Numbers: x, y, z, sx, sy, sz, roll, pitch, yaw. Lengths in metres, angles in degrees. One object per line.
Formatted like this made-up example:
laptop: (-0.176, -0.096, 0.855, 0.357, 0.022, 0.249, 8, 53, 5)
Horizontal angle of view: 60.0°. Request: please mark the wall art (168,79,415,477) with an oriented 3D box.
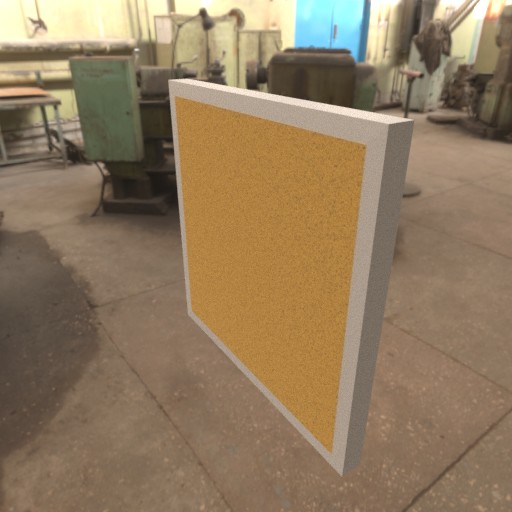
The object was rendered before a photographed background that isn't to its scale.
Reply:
wall art: (0.000, 0.000, 1.868, 0.098, 1.291, 1.289, -17, 32, -30)
